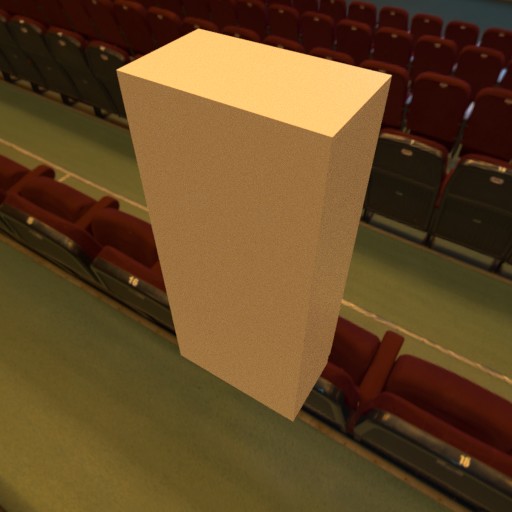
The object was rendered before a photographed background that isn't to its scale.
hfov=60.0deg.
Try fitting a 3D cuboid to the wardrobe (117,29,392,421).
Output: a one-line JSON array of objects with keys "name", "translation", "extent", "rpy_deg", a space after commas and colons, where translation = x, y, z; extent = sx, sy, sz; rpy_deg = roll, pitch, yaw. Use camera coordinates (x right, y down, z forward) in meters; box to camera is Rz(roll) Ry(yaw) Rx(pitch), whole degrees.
[{"name": "wardrobe", "translation": [0.000, 0.000, 2.023], "extent": [0.760, 1.700, 0.470], "rpy_deg": [24, 51, 22]}]
